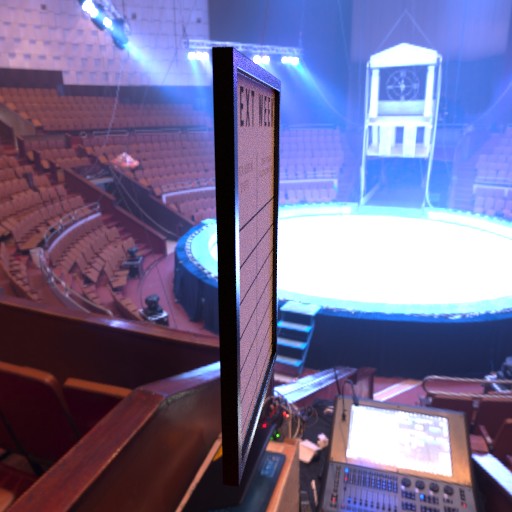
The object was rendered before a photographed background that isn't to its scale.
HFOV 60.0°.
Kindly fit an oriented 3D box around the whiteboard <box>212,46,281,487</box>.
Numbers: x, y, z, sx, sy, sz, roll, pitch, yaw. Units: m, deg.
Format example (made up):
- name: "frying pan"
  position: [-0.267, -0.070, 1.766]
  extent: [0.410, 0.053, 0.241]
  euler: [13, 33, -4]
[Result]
- name: "whiteboard"
  position: [0.000, 0.000, 0.777]
  extent: [0.026, 0.611, 0.406]
  euler: [3, 17, 10]
